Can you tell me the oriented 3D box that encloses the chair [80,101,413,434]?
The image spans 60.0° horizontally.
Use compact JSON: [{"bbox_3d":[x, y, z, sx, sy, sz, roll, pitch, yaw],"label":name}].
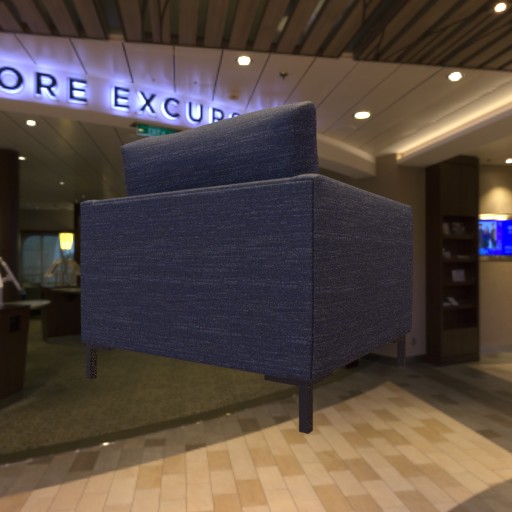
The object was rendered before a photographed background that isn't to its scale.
[{"bbox_3d":[0.000,0.000,1.657,0.963,0.861,0.866,0,0,34],"label":"chair"}]
